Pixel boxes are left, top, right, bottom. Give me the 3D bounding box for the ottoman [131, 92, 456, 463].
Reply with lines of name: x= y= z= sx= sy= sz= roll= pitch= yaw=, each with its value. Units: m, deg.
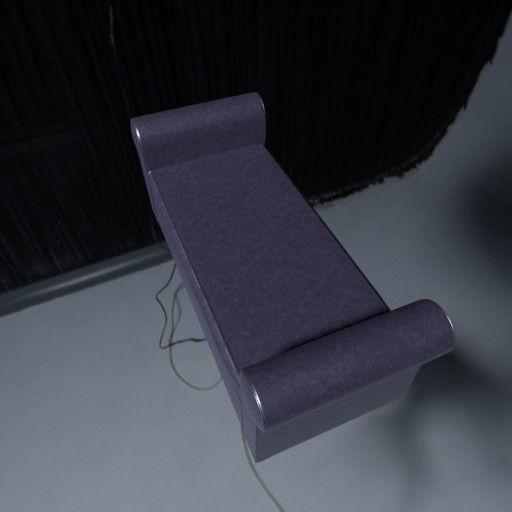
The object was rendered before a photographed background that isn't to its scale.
ottoman: x=0.000 y=0.000 z=1.538 sx=0.521 sy=0.547 sz=1.256 roll=-18 pitch=51 yaw=-15
